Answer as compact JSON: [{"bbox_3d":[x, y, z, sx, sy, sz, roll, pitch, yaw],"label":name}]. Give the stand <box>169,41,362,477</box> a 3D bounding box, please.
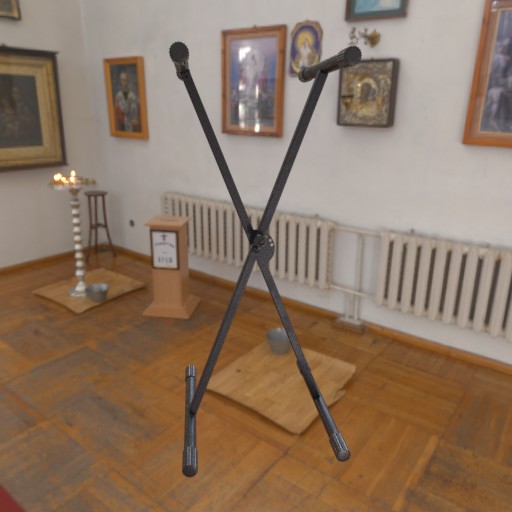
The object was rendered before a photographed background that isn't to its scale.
[{"bbox_3d":[0.000,0.000,1.143,0.409,0.940,0.449,-2,17,-7],"label":"stand"}]
